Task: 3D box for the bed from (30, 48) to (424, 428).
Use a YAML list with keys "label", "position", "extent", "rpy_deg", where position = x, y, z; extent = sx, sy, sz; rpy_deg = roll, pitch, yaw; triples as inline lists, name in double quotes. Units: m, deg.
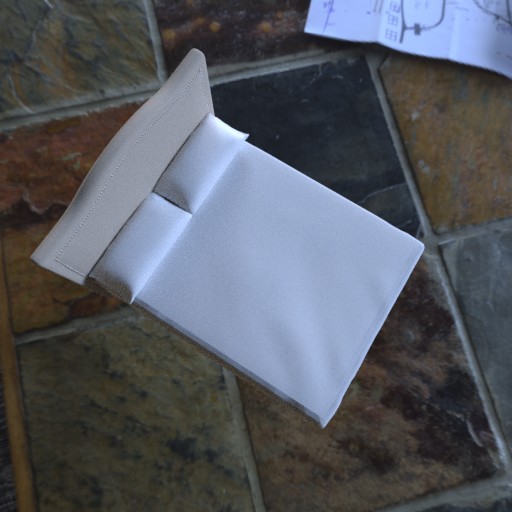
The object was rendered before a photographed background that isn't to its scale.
- label: "bed"
  position: [0.000, 0.000, 3.152]
  extent: [2.052, 1.398, 1.678]
  rpy_deg: [31, 78, 7]
